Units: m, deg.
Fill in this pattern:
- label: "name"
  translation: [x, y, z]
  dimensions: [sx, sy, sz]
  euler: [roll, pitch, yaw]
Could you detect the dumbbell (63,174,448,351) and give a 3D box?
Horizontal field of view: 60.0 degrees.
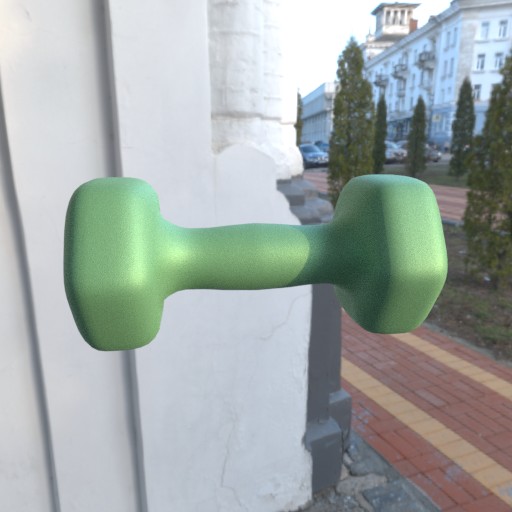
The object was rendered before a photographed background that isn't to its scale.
- label: "dumbbell"
  translation: [0.000, 0.000, 0.331]
  dimensions: [0.260, 0.117, 0.129]
  euler: [-2, 14, -7]
